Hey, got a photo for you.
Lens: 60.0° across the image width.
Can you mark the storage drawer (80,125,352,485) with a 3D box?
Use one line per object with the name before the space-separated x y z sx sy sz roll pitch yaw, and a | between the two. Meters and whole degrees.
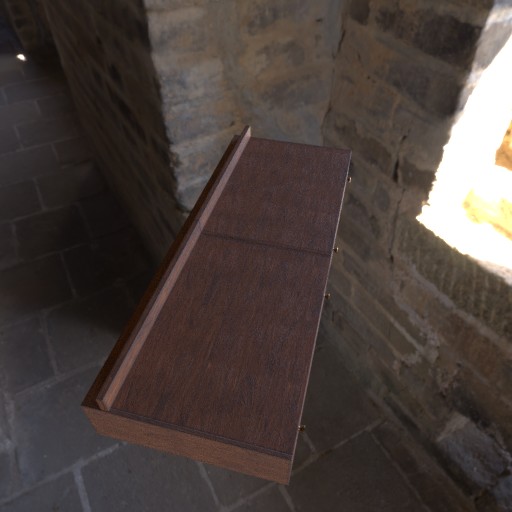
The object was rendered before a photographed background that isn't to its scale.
storage drawer | 0.000 0.000 2.200 0.774 0.339 1.914 10 46 10
